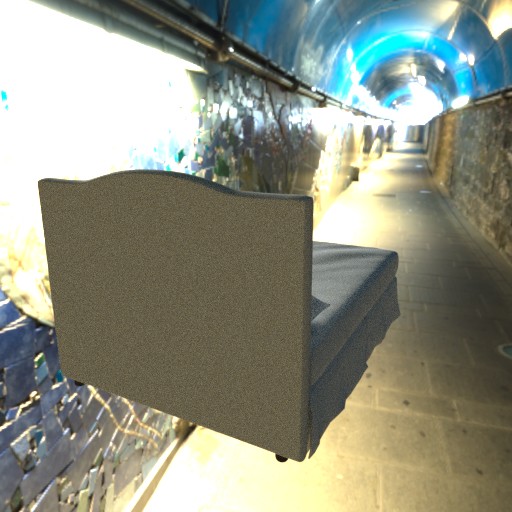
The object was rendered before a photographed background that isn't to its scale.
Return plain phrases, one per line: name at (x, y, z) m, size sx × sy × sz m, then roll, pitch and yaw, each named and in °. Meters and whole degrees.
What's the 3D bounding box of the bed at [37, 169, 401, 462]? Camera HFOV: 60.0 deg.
bed at (0.000, 0.000, 3.337) m, size 1.821 × 1.436 × 2.282 m, roll 8°, pitch 18°, yaw 27°
